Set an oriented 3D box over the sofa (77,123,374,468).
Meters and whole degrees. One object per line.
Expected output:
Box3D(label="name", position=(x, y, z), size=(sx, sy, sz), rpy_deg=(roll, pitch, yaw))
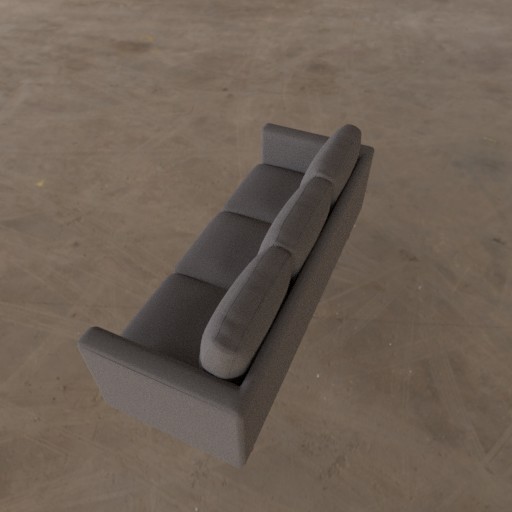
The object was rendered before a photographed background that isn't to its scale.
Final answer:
Box3D(label="sofa", position=(0.000, 0.000, 2.557), size=(0.802, 0.912, 2.029), rpy_deg=(18, 48, 17))
